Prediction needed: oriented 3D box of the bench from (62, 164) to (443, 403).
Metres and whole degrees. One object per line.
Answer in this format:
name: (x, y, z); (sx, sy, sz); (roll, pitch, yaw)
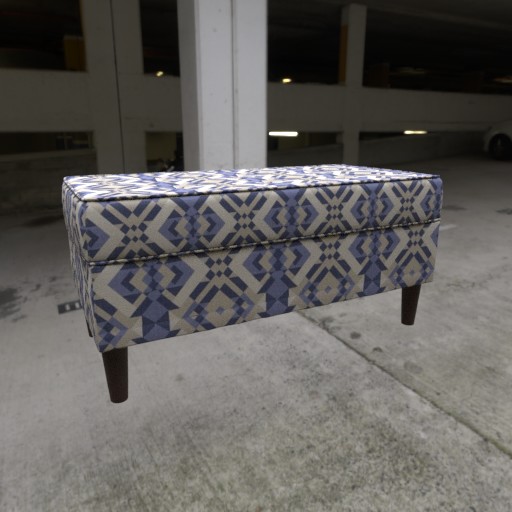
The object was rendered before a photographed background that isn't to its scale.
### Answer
bench: (0.000, 0.000, 1.332); (1.016, 0.477, 0.492); (-8, 18, -26)
